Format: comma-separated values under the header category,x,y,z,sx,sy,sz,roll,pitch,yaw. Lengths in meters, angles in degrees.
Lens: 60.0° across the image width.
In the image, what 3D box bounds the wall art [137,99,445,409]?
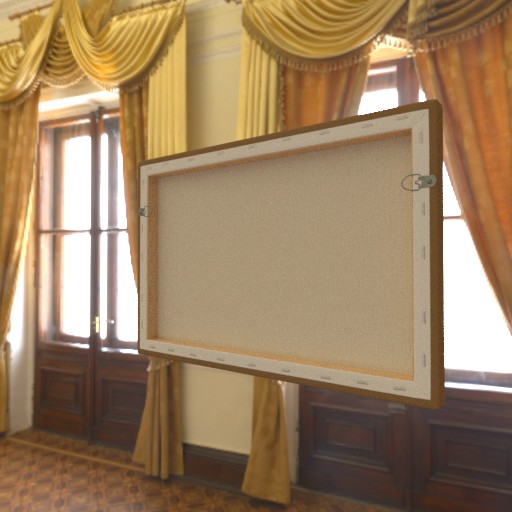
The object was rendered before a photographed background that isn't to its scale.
category,x,y,z,sx,sy,sz,roll,pitch,yaw
wall art,0.000,0.000,0.478,0.380,0.254,0.019,-1,-1,37
